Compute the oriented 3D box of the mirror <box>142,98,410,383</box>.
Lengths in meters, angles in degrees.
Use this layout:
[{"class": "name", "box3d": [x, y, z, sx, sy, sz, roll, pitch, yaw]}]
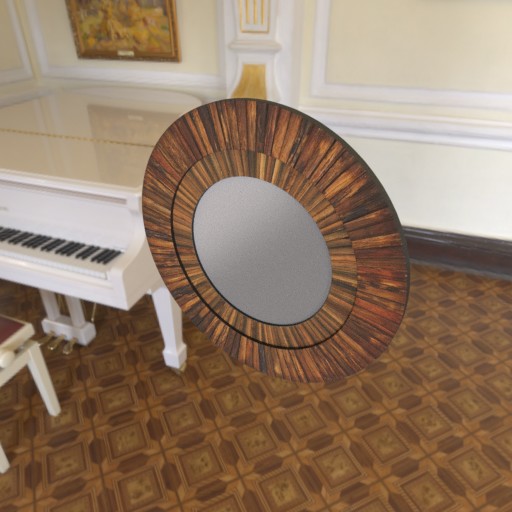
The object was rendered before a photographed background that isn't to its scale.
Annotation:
[{"class": "mirror", "box3d": [0.000, 0.000, 1.587, 1.077, 1.077, 0.036, 18, 35, 28]}]
